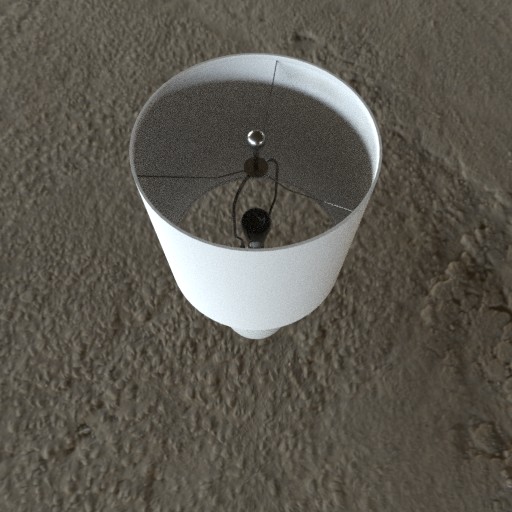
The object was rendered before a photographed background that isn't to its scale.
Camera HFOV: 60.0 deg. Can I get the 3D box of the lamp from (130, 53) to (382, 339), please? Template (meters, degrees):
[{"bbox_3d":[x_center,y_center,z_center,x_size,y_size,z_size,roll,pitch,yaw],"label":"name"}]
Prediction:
[{"bbox_3d":[0.000,0.000,0.581,0.214,0.466,0.214,38,70,17],"label":"lamp"}]
